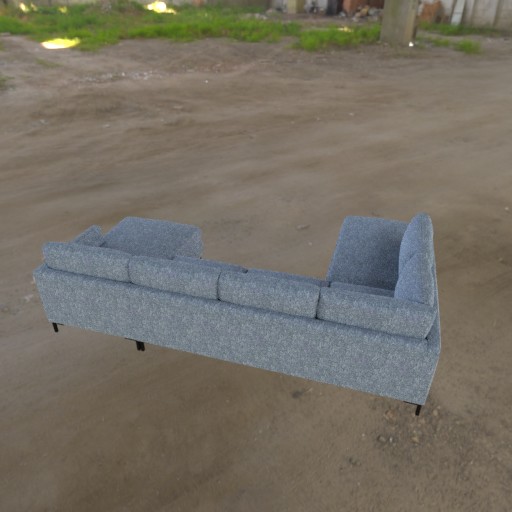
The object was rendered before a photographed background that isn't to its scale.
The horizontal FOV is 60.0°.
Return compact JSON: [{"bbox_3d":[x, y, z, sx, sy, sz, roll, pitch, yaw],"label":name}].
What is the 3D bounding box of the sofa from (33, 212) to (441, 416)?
[{"bbox_3d":[0.000,0.000,3.594,2.737,0.756,1.879,9,33,14],"label":"sofa"}]
